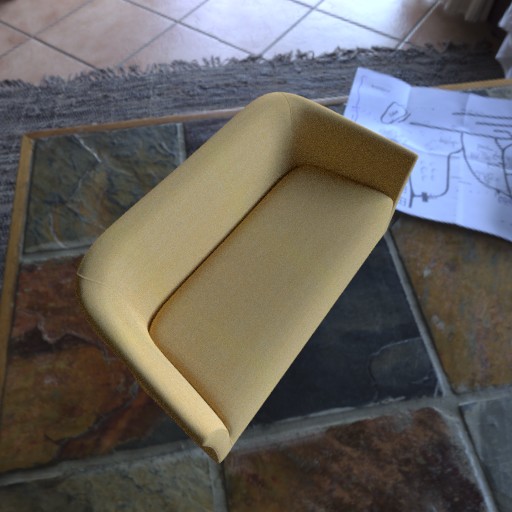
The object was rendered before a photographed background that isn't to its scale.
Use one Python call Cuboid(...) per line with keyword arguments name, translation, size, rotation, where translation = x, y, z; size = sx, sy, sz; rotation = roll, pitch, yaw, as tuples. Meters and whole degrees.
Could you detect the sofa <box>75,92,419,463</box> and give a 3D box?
Cuboid(name="sofa", translation=(0.000, 0.000, 1.885), size=(0.705, 0.721, 1.452), rotation=(32, 63, 19))
